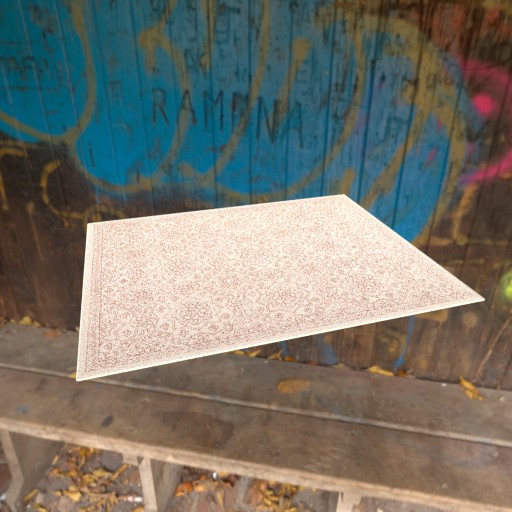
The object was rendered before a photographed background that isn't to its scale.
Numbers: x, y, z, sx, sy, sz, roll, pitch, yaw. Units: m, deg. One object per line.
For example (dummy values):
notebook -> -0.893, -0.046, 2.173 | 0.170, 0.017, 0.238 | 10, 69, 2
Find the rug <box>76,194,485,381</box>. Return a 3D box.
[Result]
rug -> 0.000, 0.000, 4.139 | 3.050, 0.015, 2.441 | -8, 30, -15
